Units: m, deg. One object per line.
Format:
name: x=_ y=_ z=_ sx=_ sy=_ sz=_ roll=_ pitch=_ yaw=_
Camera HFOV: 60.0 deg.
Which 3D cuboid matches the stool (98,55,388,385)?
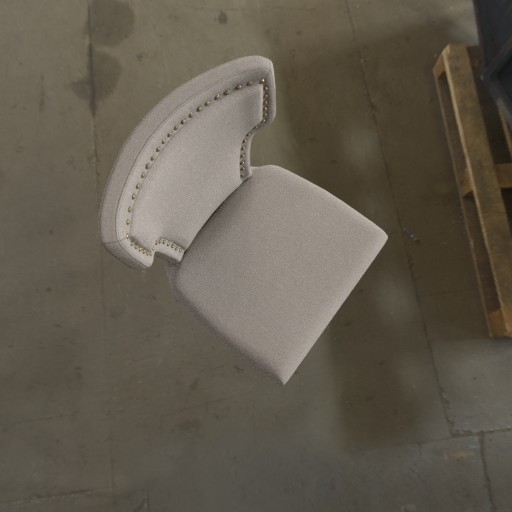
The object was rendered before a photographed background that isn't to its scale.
stool: x=0.000 y=0.000 z=1.317 sx=0.563 sy=0.982 sz=0.527 roll=36 pitch=78 yaw=9
